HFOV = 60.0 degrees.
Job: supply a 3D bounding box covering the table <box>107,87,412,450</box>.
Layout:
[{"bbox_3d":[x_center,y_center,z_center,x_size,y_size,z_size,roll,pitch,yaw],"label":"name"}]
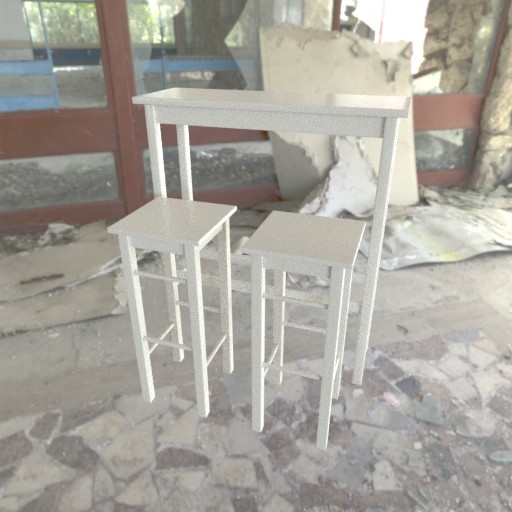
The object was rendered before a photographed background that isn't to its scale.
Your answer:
[{"bbox_3d":[0.000,0.000,1.623,0.915,1.065,0.650,9,28,17],"label":"table"}]
